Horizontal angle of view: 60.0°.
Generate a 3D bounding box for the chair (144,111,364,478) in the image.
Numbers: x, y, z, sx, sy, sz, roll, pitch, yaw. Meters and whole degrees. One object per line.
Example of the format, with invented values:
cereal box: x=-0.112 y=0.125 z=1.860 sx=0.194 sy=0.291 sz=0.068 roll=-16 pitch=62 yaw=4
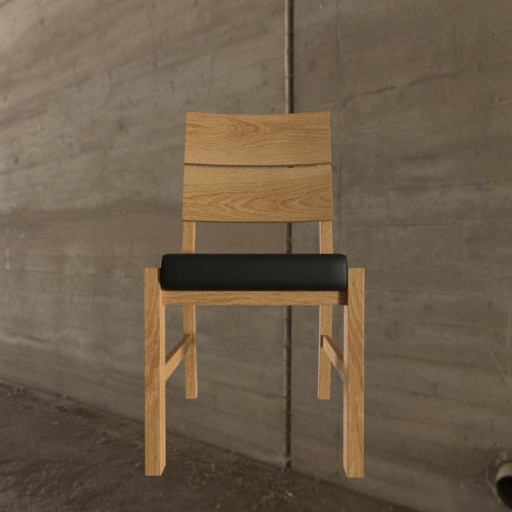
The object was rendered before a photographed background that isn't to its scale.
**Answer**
chair: x=0.000 y=0.000 z=1.229 sx=0.475 sy=0.950 sz=0.569 roll=0 pitch=1 yaw=1
